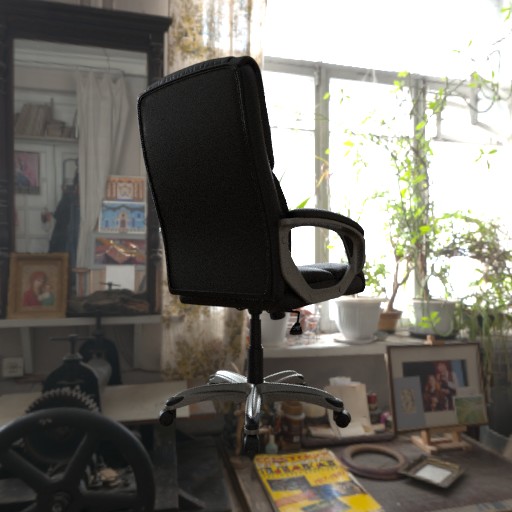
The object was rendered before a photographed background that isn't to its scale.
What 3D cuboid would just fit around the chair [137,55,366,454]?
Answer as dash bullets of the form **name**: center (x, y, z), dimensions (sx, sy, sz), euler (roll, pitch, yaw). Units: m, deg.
- **chair**: center (0.000, 0.000, 1.617), dimensions (0.663, 1.155, 0.739), euler (-1, -1, 38)
